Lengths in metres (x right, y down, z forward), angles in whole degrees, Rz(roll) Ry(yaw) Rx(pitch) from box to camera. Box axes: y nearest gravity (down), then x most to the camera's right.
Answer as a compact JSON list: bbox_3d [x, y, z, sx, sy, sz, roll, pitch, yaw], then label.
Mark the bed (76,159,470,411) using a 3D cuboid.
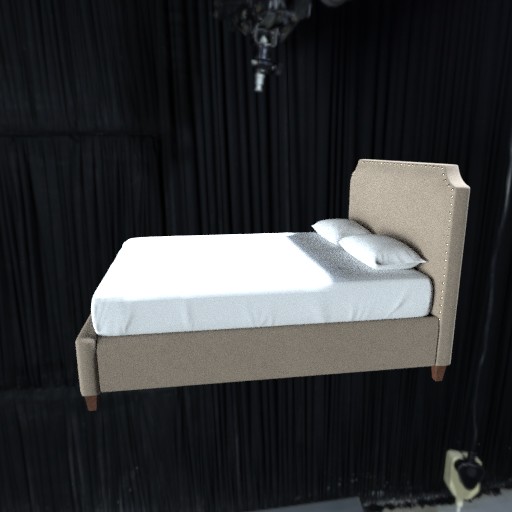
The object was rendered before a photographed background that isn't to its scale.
[{"bbox_3d":[0.000,0.000,3.413,2.329,1.415,1.703,-2,14,-9],"label":"bed"}]
